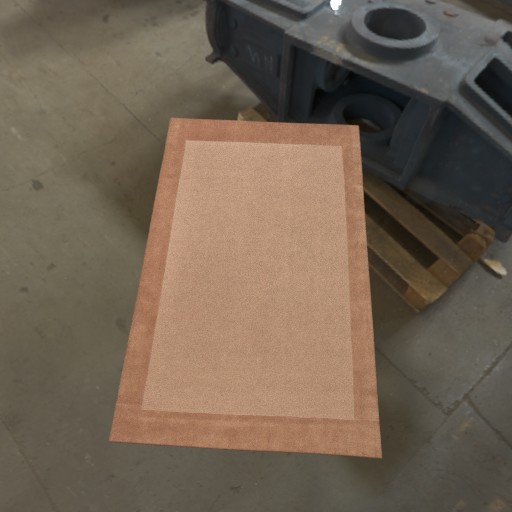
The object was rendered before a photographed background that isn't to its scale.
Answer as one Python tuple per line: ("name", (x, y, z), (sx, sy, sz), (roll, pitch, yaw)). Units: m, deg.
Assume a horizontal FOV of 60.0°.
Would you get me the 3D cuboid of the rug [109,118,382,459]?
("rug", (0.000, 0.000, 3.022), (1.524, 0.014, 2.438), (3, 63, 1))
